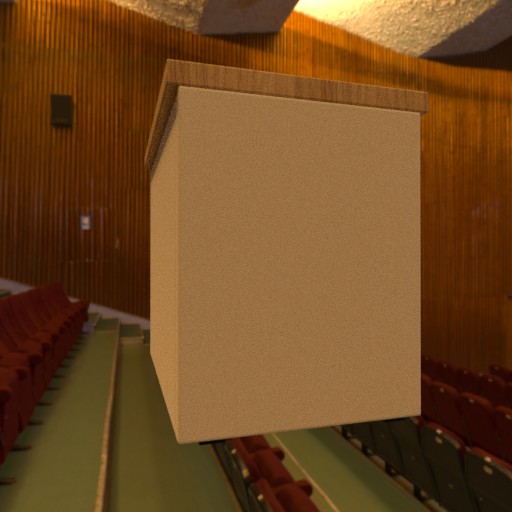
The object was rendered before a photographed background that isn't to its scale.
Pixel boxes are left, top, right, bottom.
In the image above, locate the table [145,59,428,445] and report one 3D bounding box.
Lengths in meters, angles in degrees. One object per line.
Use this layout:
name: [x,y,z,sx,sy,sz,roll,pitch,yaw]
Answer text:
table: [0.000,0.000,0.786,0.360,0.440,0.500,0,0,-17]
